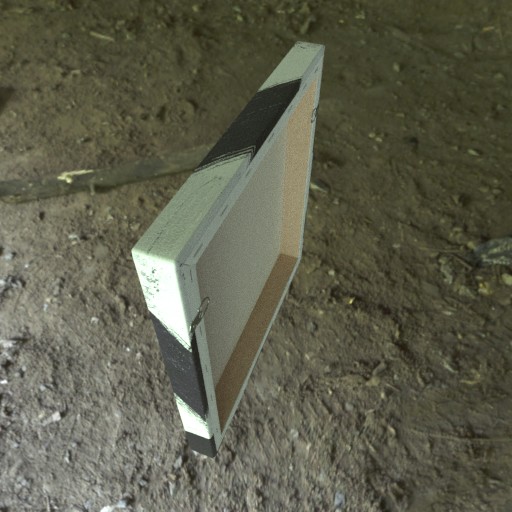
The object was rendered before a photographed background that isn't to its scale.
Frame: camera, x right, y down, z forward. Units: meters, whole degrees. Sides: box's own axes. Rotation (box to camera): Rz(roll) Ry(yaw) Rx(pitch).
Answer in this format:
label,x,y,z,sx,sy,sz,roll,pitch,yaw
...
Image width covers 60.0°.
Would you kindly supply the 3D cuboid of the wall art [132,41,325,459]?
label,x,y,z,sx,sy,sz,roll,pitch,yaw
wall art,0.000,0.000,0.742,0.050,0.508,0.507,16,49,14
